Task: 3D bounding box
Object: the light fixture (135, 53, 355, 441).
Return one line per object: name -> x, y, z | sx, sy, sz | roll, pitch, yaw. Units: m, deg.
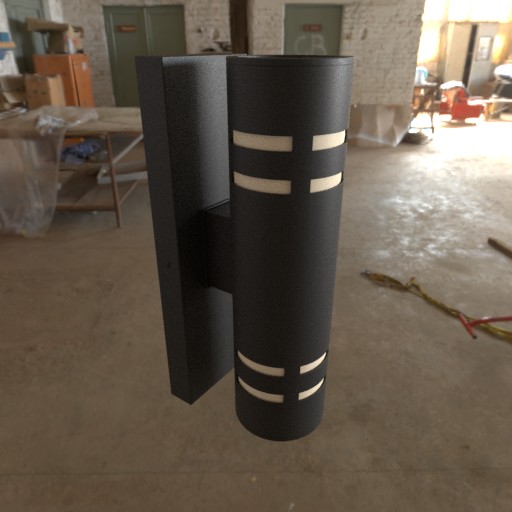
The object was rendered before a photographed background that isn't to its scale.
light fixture -> 0.000, 0.000, 0.401 | 0.149, 0.330, 0.105 | 17, 31, 32
